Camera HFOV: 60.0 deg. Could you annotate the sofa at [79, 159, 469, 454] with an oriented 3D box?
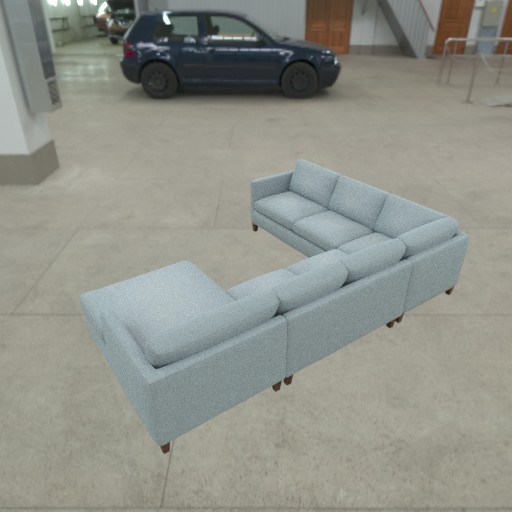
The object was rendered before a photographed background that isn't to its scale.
[{"bbox_3d":[0.000,0.000,4.491,3.403,0.889,2.551,-19,35,-30],"label":"sofa"}]
